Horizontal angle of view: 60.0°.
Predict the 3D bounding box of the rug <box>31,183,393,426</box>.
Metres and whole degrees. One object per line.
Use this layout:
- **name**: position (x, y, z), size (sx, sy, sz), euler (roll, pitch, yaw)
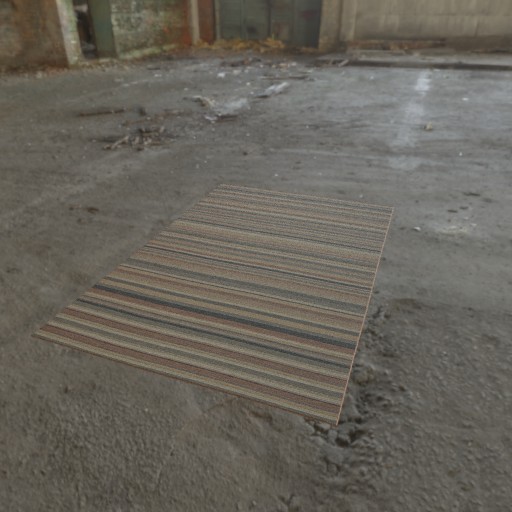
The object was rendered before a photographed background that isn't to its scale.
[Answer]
- **rug**: position (0.000, 0.000, 2.305), size (1.219, 0.008, 1.829), euler (10, 31, 18)
